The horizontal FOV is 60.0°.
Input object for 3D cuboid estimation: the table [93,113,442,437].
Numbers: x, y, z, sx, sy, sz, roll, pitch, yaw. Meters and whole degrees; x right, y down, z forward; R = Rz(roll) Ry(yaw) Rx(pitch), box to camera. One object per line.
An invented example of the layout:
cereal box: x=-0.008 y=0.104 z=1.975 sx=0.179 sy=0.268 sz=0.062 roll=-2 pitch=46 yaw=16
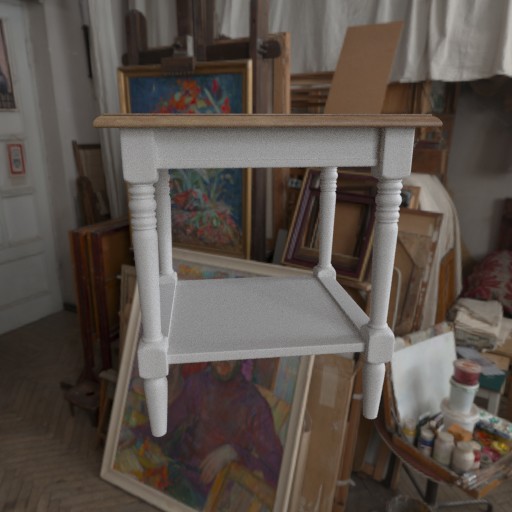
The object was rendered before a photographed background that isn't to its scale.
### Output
table: x=0.000 y=0.000 z=0.931 sx=0.508 sy=0.561 sz=0.457 roll=-2 pitch=17 yaw=-7
